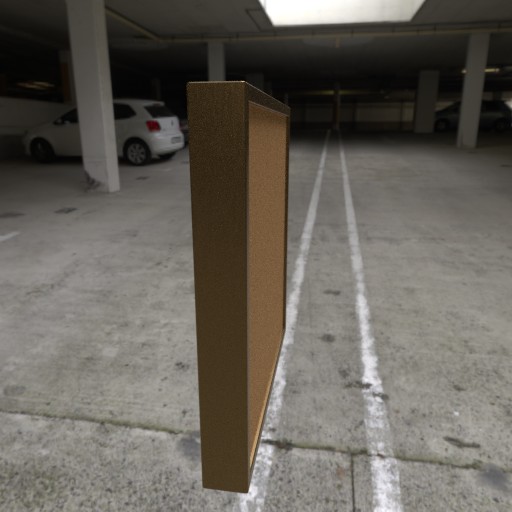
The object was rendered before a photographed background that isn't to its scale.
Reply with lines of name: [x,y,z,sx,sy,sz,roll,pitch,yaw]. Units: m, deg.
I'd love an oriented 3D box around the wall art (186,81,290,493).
wall art: [0.000,0.000,0.456,0.037,0.305,0.305,3,16,9]
